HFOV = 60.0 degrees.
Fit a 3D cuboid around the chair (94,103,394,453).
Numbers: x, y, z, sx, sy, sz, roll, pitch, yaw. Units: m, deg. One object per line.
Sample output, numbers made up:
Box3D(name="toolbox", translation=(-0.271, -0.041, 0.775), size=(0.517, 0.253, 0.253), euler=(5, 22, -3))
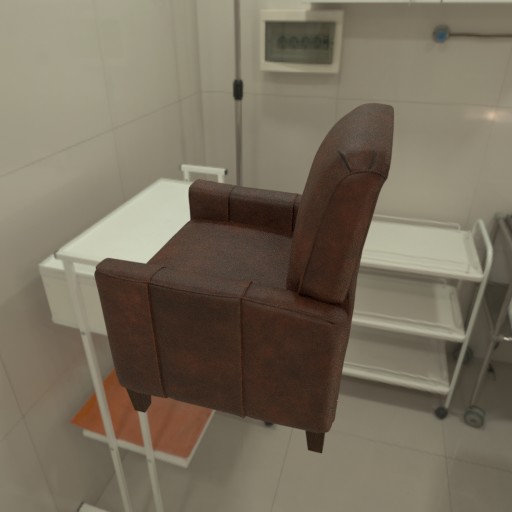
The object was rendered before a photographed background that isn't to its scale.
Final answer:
Box3D(name="chair", translation=(0.000, 0.000, 1.632), size=(0.836, 1.043, 0.843), euler=(8, 30, 14))
